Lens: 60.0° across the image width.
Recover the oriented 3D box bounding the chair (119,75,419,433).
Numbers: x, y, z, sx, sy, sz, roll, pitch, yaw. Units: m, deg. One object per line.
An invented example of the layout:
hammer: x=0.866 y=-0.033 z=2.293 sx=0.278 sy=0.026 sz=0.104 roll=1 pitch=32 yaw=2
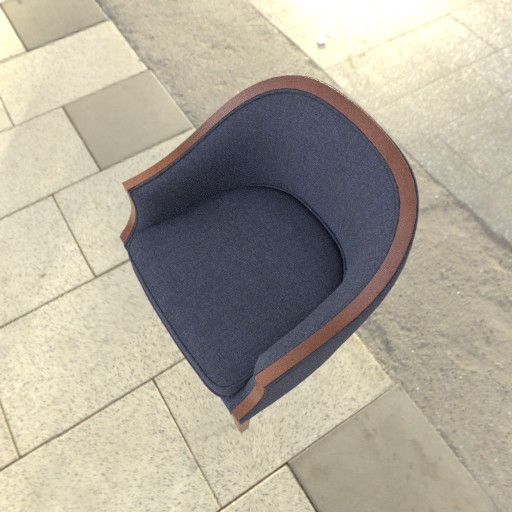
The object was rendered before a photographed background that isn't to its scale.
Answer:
chair: x=0.000 y=0.000 z=1.470 sx=0.735 sy=0.876 sz=0.803 roll=-32 pitch=67 yaw=-15
